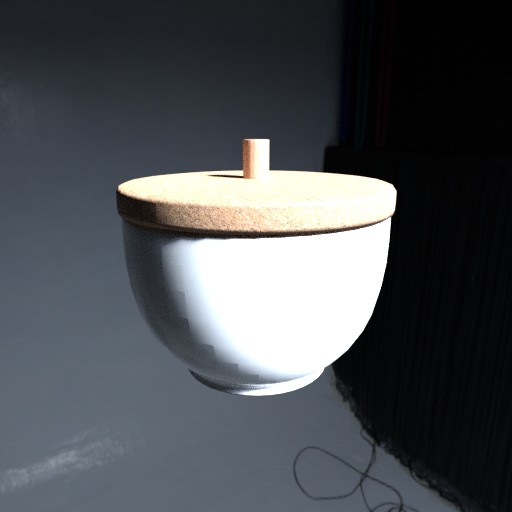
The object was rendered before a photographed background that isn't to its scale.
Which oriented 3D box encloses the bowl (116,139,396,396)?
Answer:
[{"bbox_3d":[0.000,0.000,0.217,0.126,0.110,0.126,0,15,0],"label":"bowl"}]
